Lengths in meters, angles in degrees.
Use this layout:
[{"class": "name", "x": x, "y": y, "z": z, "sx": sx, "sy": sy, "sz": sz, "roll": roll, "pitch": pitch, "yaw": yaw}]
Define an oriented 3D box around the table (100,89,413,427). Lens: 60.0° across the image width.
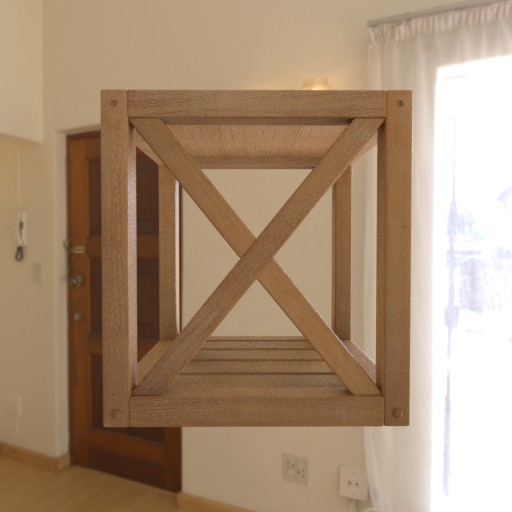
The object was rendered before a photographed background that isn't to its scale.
[{"class": "table", "x": 0.000, "y": 0.000, "z": 1.070, "sx": 0.559, "sy": 0.610, "sz": 0.558, "roll": 0, "pitch": 1, "yaw": 0}]
